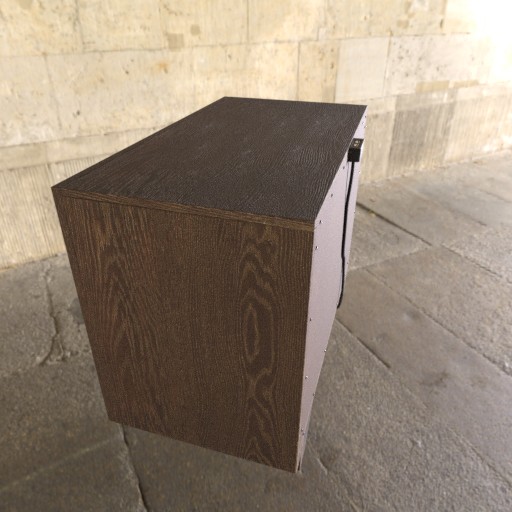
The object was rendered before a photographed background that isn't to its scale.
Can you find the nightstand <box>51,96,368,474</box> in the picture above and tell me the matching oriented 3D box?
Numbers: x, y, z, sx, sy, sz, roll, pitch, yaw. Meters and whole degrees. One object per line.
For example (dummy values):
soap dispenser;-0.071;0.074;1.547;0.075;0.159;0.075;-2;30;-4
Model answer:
nightstand;0.000;0.000;1.123;0.457;0.612;0.775;9;32;15
